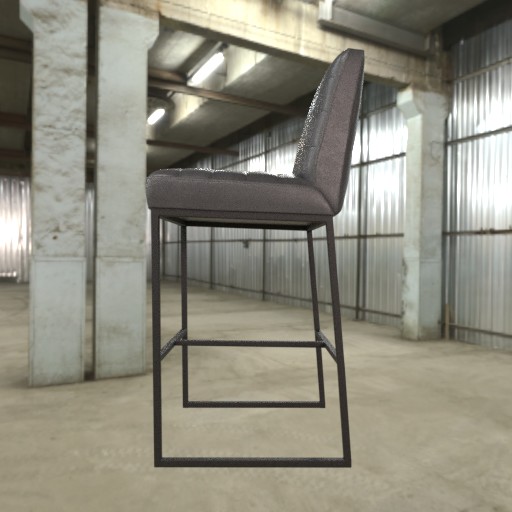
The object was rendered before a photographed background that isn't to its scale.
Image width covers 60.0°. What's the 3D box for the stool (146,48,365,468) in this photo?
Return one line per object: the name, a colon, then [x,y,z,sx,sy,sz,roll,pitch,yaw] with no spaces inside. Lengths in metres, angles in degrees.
stool: [0.000,0.000,1.307,0.552,1.040,0.457,0,0,0]
